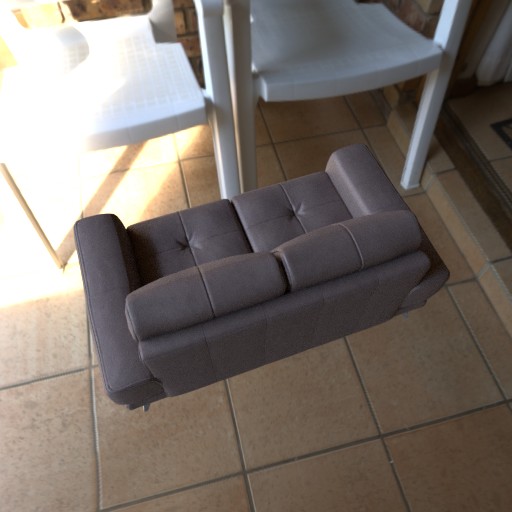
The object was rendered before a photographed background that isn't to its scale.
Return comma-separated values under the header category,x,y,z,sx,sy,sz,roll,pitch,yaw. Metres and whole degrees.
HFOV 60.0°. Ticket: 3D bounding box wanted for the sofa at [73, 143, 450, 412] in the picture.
category,x,y,z,sx,sy,sz,roll,pitch,yaw
sofa,0.000,0.000,2.400,1.806,0.907,1.018,-17,60,-10
